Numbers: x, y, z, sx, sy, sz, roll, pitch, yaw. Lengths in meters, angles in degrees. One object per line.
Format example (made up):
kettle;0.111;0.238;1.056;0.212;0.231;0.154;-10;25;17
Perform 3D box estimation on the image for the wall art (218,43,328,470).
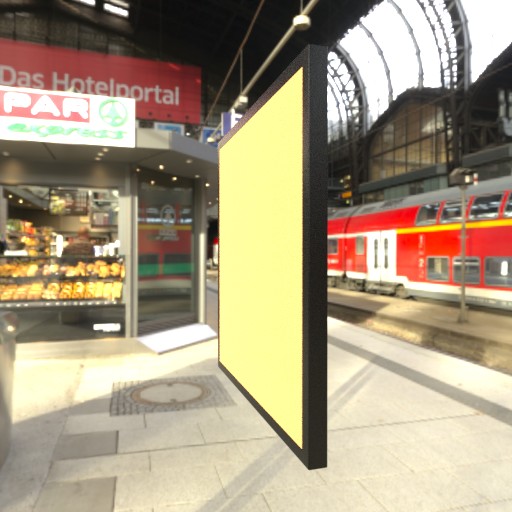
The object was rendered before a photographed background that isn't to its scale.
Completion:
wall art;0.000;0.000;1.154;0.038;0.761;0.755;0;1;-17
